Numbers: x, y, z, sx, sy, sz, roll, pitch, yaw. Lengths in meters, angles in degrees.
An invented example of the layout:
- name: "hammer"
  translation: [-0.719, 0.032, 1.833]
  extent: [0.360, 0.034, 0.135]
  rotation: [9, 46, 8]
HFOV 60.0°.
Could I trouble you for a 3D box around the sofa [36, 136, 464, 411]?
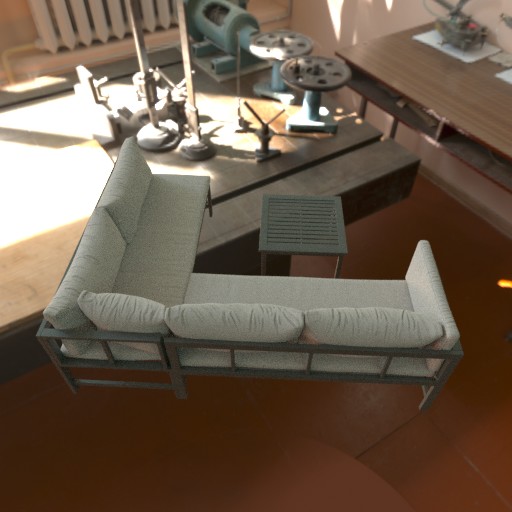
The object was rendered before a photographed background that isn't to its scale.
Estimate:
- name: "sofa"
  translation: [0.000, 0.000, 2.902]
  extent: [2.096, 0.758, 1.658]
  rotation: [2, 47, 2]
